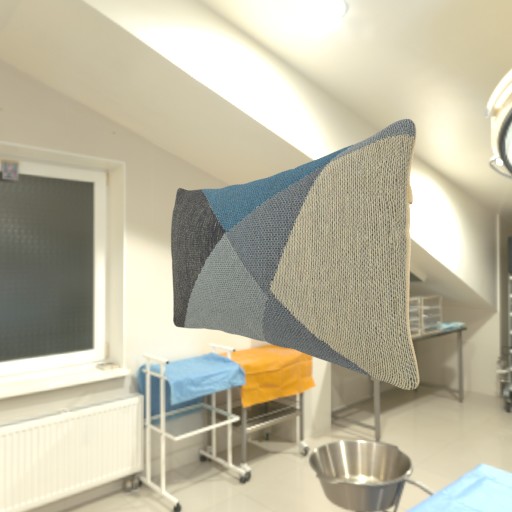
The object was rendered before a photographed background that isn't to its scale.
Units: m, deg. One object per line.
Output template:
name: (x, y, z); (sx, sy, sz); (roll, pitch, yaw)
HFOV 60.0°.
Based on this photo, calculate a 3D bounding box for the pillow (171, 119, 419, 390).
pillow: (0.000, 0.000, 0.735); (0.148, 0.307, 0.604); (0, -1, -36)
